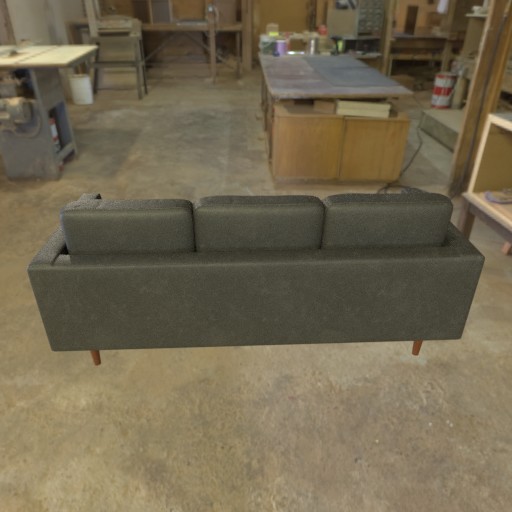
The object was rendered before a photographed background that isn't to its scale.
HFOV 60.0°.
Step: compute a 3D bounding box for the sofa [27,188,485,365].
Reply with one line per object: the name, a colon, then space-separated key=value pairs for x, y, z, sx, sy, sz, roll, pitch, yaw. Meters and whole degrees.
sofa: x=0.000 y=0.000 z=2.439 sx=2.029 sy=0.899 sz=0.879 roll=-1 pitch=31 yaw=-2
